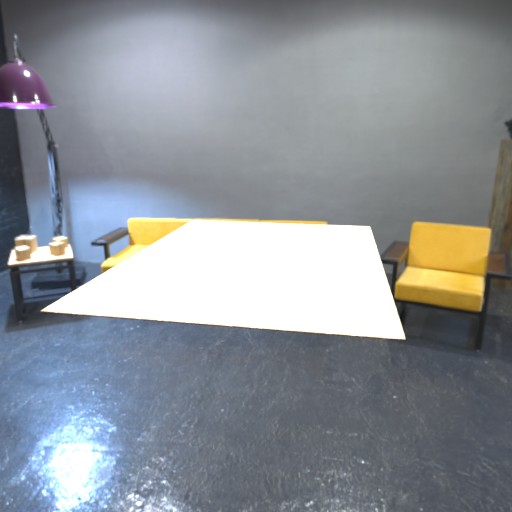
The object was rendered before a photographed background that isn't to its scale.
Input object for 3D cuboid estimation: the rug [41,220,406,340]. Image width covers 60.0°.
[{"bbox_3d":[0.000,0.000,4.446,2.438,0.010,3.353,3,16,10],"label":"rug"}]
